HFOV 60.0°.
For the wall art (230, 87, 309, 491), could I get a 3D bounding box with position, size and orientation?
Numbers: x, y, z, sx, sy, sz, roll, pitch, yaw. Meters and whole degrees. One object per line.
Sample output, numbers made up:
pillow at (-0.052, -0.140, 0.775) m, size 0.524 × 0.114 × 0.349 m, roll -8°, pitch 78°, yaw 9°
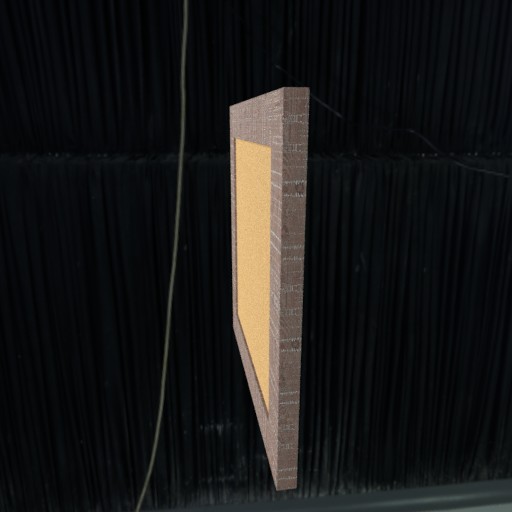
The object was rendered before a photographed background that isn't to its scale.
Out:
wall art at (0.000, 0.000, 0.800) m, size 0.029 × 0.531 × 0.531 m, roll -3°, pitch 17°, yaw -9°
